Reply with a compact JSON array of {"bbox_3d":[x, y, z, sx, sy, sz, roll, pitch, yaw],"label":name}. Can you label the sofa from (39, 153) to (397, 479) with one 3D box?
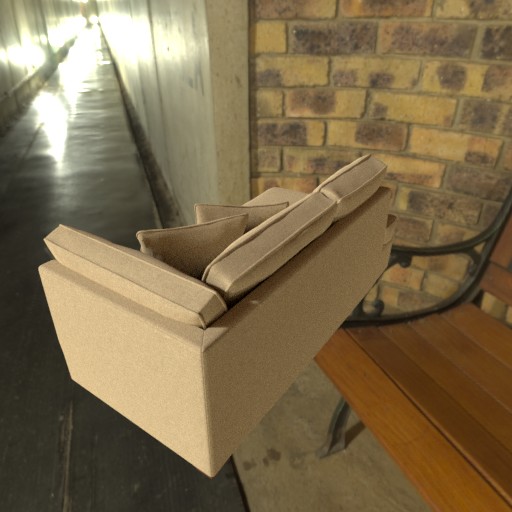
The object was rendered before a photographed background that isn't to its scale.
[{"bbox_3d":[0.000,0.000,2.820,1.110,1.033,2.237,19,35,29],"label":"sofa"}]
